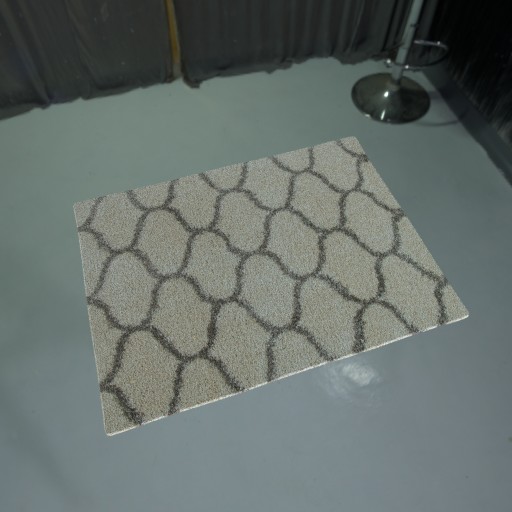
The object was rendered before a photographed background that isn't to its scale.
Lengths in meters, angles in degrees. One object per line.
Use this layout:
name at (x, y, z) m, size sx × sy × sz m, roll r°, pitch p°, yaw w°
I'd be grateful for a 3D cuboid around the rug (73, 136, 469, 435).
rug at (0.000, 0.000, 2.131) m, size 1.600 × 0.025 × 1.200 m, roll -16°, pitch 59°, yaw -10°
